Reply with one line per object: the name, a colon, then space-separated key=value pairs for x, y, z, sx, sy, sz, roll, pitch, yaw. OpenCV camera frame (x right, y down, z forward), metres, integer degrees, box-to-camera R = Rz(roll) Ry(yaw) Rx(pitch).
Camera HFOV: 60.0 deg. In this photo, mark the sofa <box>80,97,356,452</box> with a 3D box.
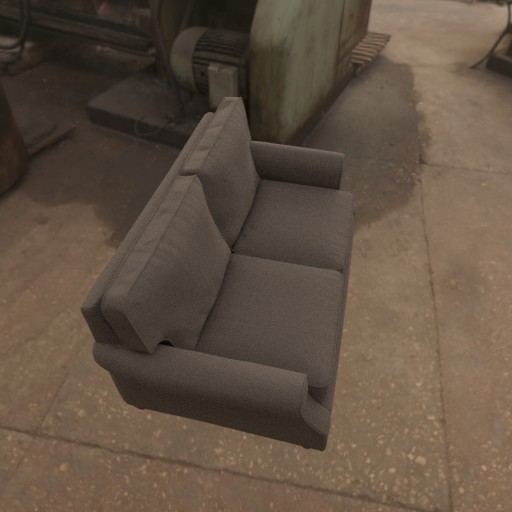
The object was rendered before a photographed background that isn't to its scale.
sofa: x=0.000 y=0.000 z=2.230 sx=0.964 sy=0.937 sz=1.665 roll=10 pitch=46 yaw=9
